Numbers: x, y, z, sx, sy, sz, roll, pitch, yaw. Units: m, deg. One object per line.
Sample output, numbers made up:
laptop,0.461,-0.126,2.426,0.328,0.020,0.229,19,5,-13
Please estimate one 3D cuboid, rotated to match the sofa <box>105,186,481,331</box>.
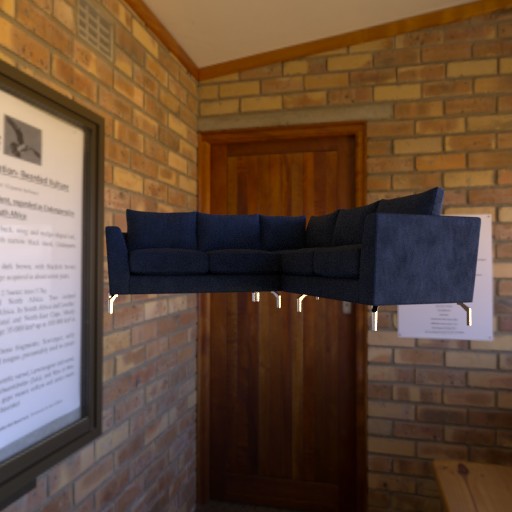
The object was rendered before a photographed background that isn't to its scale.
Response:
sofa,0.000,0.000,3.825,2.472,0.988,2.463,0,-1,-18
